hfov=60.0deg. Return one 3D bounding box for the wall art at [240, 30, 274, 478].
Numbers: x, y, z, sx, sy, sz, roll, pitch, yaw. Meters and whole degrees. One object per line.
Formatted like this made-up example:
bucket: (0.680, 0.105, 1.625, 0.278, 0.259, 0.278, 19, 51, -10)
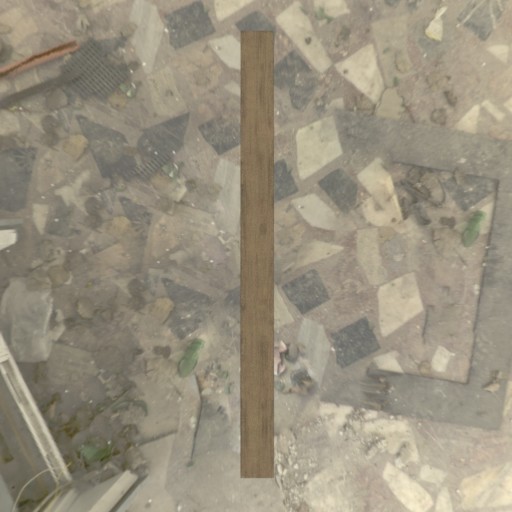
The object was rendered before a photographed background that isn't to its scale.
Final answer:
wall art: (0.000, 0.000, 0.757, 0.038, 0.508, 0.508, 0, 89, 0)
